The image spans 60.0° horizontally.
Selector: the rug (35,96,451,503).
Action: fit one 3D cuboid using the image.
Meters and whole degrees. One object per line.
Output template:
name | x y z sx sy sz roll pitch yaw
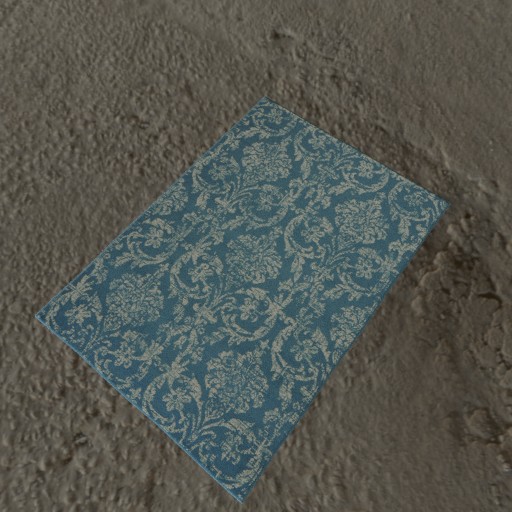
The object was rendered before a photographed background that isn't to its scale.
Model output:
rug | 0.000 0.000 2.755 1.554 0.012 2.205 35 69 16
